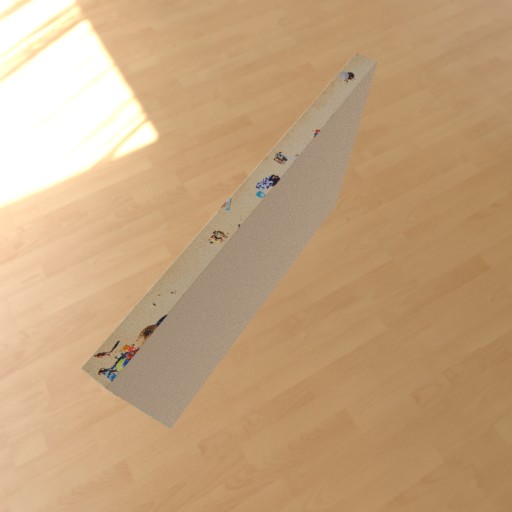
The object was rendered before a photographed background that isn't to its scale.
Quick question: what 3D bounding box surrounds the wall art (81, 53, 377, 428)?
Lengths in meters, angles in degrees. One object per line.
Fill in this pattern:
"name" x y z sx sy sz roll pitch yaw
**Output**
"wall art" 0.000 0.000 1.127 0.057 0.595 0.894 32 68 15
